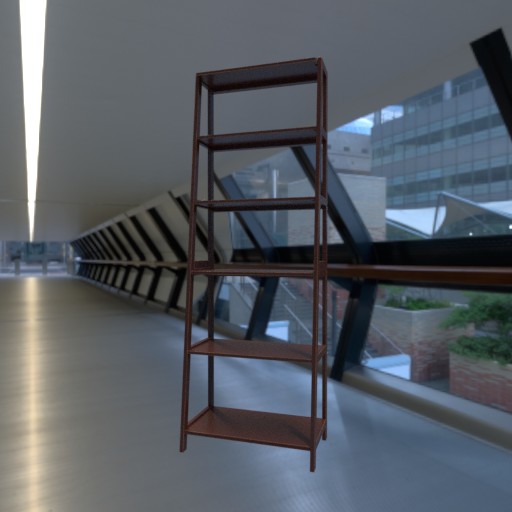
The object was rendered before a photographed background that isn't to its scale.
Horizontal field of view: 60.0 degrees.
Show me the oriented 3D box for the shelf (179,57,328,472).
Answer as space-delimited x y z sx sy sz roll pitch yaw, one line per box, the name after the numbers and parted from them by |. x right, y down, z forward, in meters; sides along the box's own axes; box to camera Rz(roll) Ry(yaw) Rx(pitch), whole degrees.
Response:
0.000 0.000 2.213 0.660 1.892 0.381 0 1 17 | shelf
